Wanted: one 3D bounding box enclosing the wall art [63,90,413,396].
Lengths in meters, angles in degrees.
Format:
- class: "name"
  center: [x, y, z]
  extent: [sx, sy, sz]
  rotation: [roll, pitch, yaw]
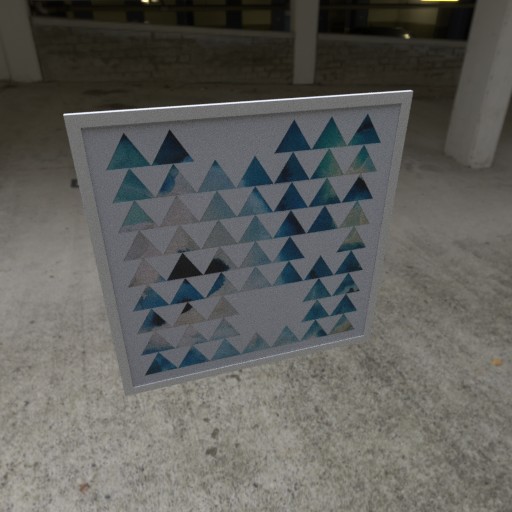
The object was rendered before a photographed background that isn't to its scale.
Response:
- class: "wall art"
  center: [0.000, 0.000, 0.677]
  extent: [0.456, 0.456, 0.007]
  rotation: [-9, 32, -15]
